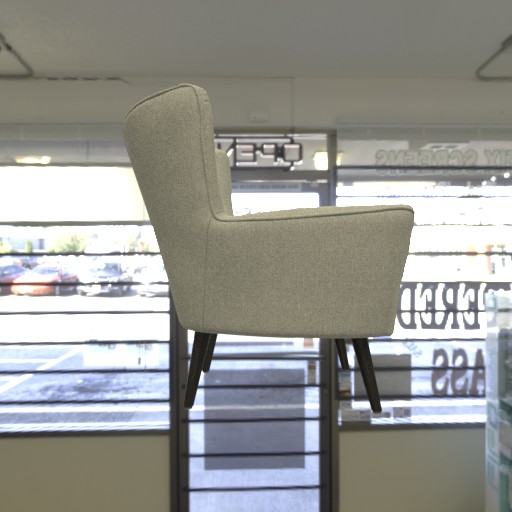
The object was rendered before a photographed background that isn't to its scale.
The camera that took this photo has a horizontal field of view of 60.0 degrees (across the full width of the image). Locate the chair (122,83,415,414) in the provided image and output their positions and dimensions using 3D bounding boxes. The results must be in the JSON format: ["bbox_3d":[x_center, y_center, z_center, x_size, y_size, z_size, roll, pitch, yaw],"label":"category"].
[{"bbox_3d":[0.000,0.000,1.567,0.888,0.933,0.781,0,0,1],"label":"chair"}]
